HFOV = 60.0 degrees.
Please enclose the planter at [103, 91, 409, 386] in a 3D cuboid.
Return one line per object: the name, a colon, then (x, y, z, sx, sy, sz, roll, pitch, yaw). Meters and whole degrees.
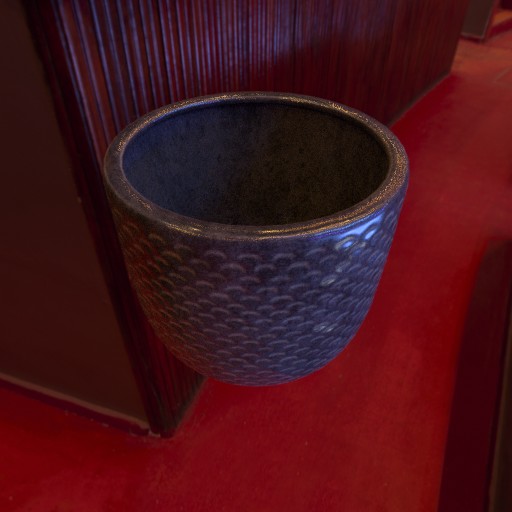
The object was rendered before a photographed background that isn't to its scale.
planter: (0.000, 0.000, 0.351, 0.197, 0.191, 0.197, 0, 41, 0)
